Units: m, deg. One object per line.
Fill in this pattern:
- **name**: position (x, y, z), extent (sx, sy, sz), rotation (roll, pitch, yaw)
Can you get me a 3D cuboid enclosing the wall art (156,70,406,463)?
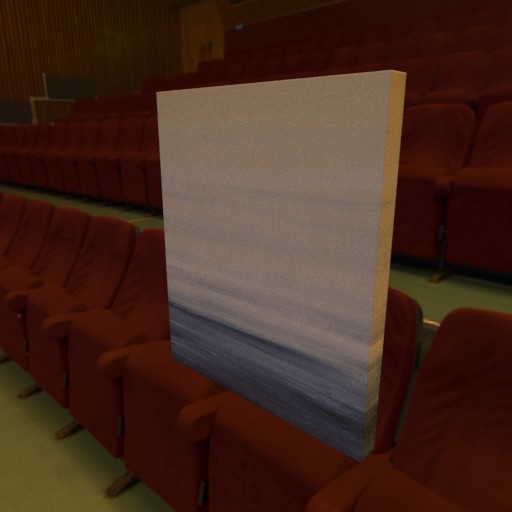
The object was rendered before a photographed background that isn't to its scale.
- **wall art**: position (0.000, 0.000, 0.705), extent (0.435, 0.511, 0.037), rotation (14, 21, 41)
